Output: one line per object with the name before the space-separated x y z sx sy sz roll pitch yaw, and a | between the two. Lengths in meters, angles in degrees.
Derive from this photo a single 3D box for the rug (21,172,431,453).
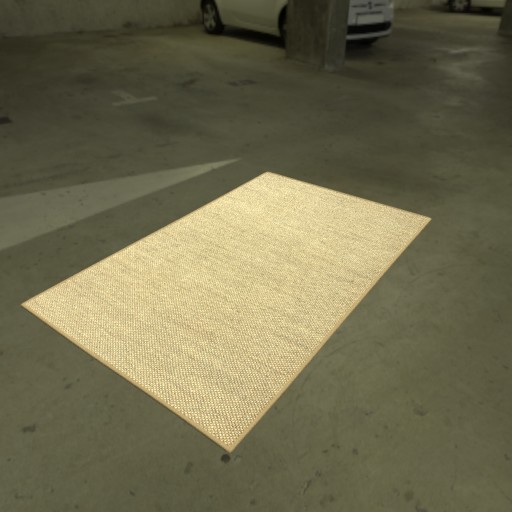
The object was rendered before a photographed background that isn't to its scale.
rug | 0.000 0.000 2.024 1.062 0.013 1.667 22 39 30
